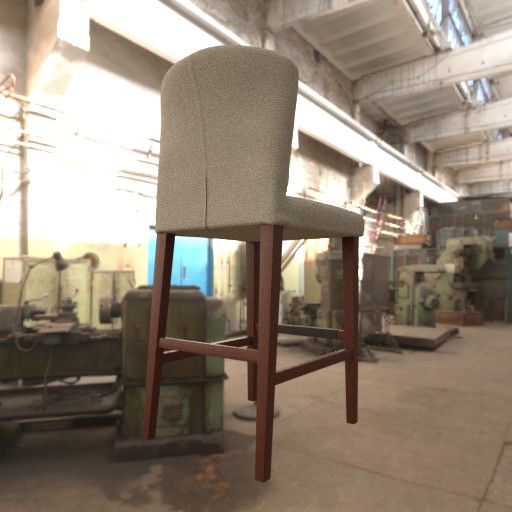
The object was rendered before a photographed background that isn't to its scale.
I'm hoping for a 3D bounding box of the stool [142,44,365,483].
[{"bbox_3d":[0.000,0.000,1.374,0.481,1.069,0.568,-1,-2,38],"label":"stool"}]
